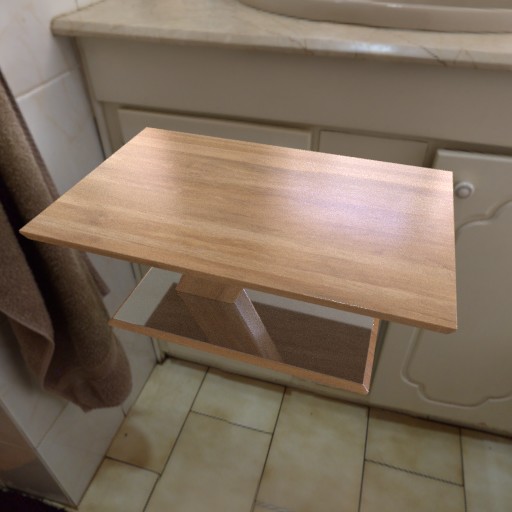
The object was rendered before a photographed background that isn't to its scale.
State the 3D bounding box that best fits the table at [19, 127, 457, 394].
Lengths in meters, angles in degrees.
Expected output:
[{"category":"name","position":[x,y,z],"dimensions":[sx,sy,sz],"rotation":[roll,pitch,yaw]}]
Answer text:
[{"category":"table","position":[0.000,0.000,1.439],"dimensions":[1.100,0.441,0.692],"rotation":[12,41,14]}]
